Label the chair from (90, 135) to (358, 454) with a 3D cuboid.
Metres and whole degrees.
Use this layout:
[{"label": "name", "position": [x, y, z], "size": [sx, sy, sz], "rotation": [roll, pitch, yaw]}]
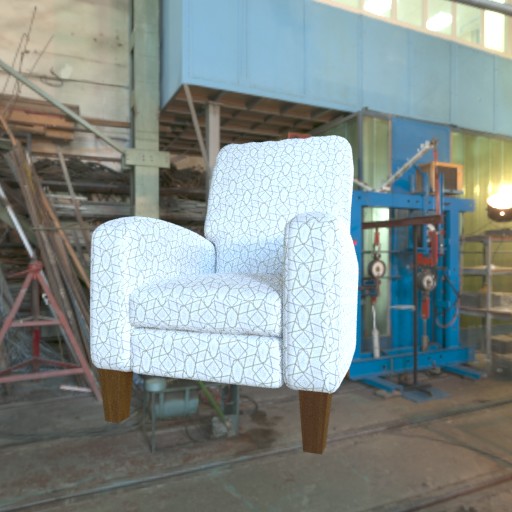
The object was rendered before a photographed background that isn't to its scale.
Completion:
[{"label": "chair", "position": [0.000, 0.000, 1.742], "size": [0.796, 1.064, 0.995], "rotation": [0, 1, 20]}]
